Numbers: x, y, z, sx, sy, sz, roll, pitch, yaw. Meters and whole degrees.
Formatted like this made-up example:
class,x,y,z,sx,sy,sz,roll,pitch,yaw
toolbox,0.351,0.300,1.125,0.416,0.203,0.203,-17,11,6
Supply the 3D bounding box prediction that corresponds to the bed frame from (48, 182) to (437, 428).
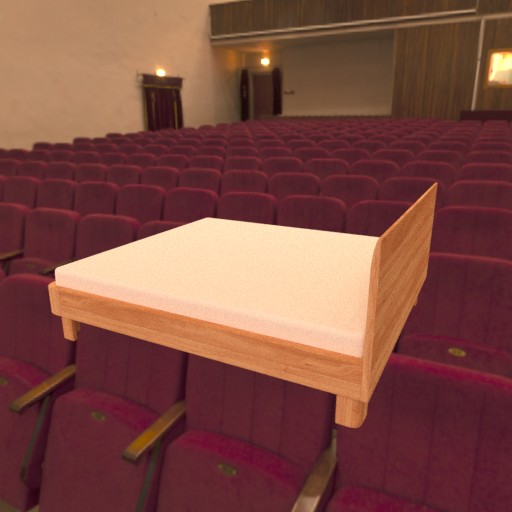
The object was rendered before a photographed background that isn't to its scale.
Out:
class,x,y,z,sx,sy,sz,roll,pitch,yaw
bed frame,0.000,0.000,3.128,2.092,0.940,1.872,9,19,26
